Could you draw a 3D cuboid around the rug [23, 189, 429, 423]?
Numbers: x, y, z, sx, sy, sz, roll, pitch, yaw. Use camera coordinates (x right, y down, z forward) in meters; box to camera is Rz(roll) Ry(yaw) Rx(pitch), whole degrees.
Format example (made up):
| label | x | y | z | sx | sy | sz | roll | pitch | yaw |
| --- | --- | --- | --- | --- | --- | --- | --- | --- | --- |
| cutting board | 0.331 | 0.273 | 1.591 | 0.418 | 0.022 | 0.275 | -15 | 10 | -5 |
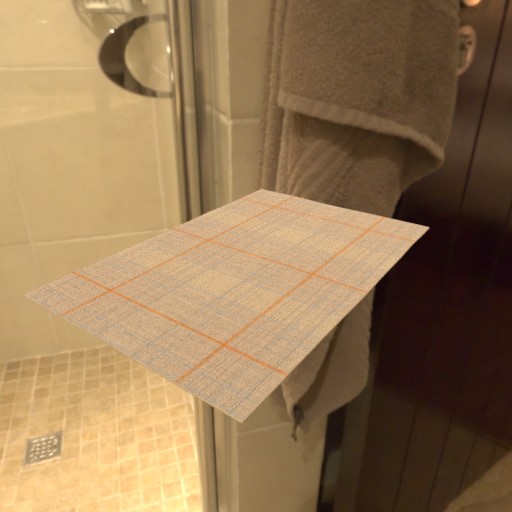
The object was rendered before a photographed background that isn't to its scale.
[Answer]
| label | x | y | z | sx | sy | sz | roll | pitch | yaw |
| --- | --- | --- | --- | --- | --- | --- | --- | --- | --- |
| rug | 0.000 | 0.000 | 2.297 | 1.232 | 0.015 | 1.825 | 18 | 32 | 32 |
